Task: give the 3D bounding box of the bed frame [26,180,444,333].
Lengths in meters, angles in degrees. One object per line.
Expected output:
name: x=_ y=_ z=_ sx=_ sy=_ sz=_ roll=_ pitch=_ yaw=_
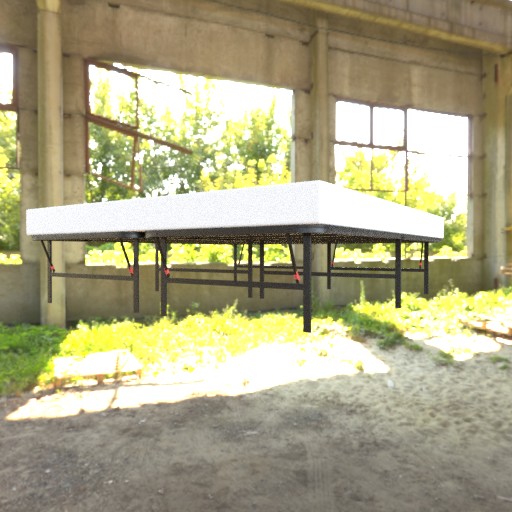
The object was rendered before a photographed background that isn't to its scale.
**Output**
bed frame: x=0.000 y=0.000 z=2.938 sx=1.930 sy=0.559 sz=2.032 roll=0 pitch=1 yaw=34
